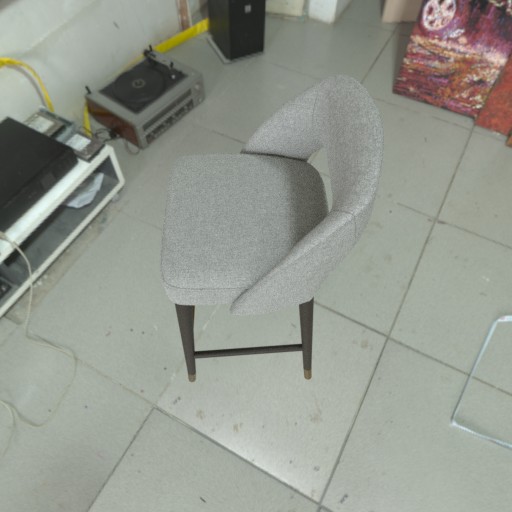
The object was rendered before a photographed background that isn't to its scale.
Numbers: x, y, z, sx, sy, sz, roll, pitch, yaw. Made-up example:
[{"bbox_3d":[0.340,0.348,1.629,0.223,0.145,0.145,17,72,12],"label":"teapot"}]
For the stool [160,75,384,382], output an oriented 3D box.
[{"bbox_3d":[0.000,0.000,1.326,0.509,1.037,0.494,-1,58,-1],"label":"stool"}]
